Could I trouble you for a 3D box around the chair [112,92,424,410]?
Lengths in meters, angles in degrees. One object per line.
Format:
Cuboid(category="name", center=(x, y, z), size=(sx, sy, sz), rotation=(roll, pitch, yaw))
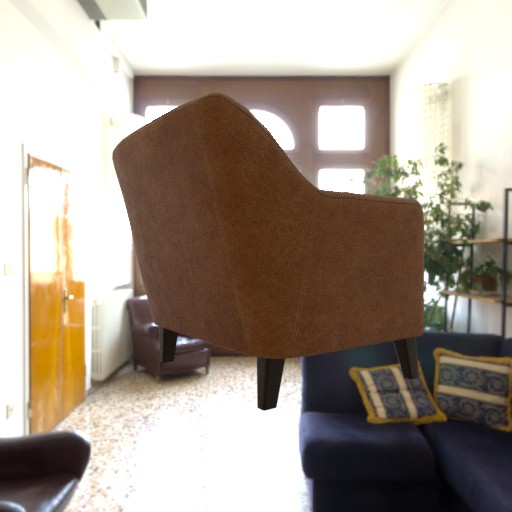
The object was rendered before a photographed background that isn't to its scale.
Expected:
Cuboid(category="chair", center=(0.000, 0.000, 1.887), size=(1.034, 0.980, 1.037), rotation=(0, 0, -36))
